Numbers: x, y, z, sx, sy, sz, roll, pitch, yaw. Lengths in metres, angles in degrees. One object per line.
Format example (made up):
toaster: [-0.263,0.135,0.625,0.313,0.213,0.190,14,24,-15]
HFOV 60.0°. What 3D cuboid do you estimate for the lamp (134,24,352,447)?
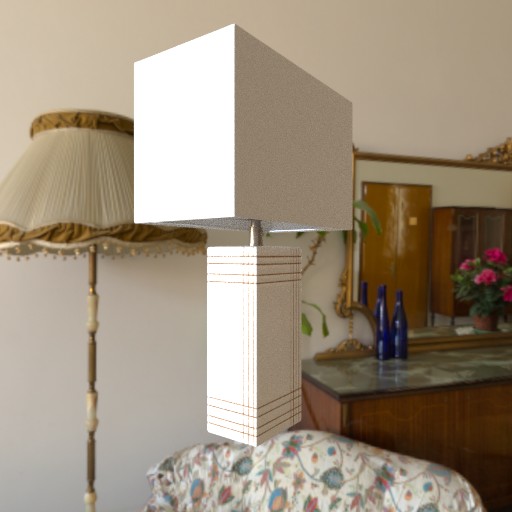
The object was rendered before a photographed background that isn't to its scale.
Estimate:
lamp: [0.000,0.000,0.703,0.182,0.543,0.334,0,0,36]
